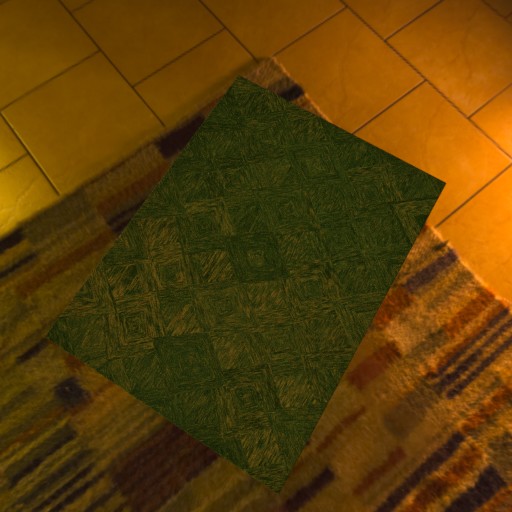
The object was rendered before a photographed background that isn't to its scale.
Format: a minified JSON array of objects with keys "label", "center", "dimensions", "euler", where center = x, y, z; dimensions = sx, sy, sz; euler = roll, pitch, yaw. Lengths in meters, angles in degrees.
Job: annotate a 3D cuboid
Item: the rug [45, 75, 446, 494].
[{"label":"rug","center":[0.000,0.000,4.131],"dimensions":[2.405,0.027,3.217],"euler":[30,76,9]}]
